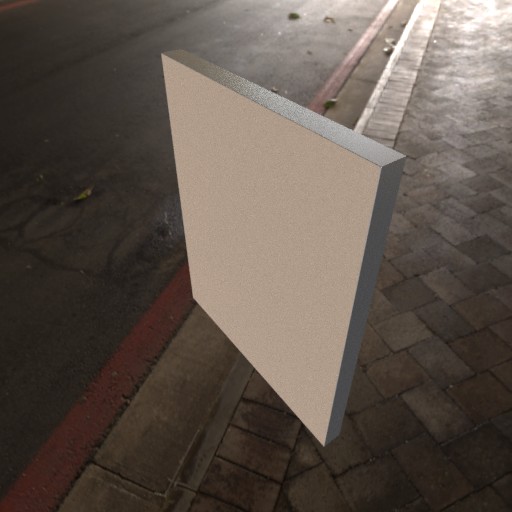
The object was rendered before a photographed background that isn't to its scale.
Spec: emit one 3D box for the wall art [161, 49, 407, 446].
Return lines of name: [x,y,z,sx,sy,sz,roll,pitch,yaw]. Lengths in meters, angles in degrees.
wall art: [0.000,0.000,0.746,0.038,0.549,0.452,-26,47,-27]
